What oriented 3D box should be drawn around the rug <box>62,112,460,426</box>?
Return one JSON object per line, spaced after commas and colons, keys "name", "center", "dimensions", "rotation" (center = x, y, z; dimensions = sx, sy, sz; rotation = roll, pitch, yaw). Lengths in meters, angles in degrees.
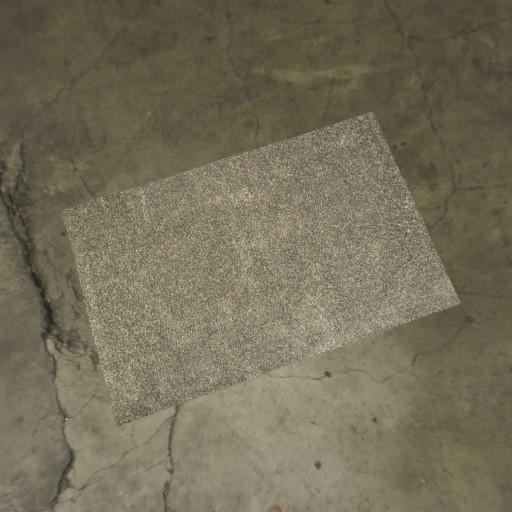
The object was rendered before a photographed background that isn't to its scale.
{"name": "rug", "center": [0.000, 0.000, 3.011], "dimensions": [2.350, 0.025, 1.502], "rotation": [-19, 77, -4]}
